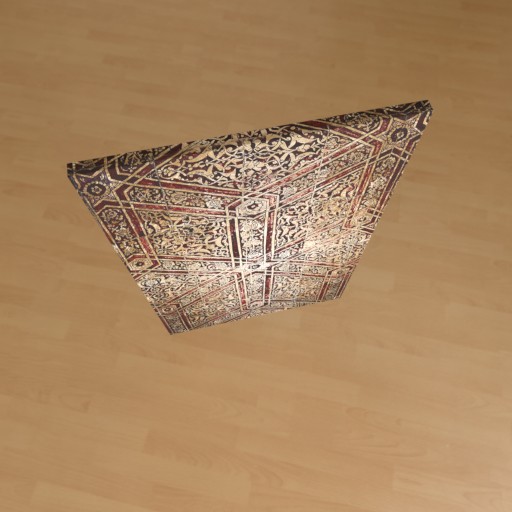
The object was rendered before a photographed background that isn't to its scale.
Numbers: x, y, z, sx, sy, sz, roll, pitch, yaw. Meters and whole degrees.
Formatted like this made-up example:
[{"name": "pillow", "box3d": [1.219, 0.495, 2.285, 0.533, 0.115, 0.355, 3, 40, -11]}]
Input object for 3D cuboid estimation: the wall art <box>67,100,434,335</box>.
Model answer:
[{"name": "wall art", "box3d": [0.000, 0.000, 0.743, 0.397, 0.599, 0.020, -12, 65, -5]}]
